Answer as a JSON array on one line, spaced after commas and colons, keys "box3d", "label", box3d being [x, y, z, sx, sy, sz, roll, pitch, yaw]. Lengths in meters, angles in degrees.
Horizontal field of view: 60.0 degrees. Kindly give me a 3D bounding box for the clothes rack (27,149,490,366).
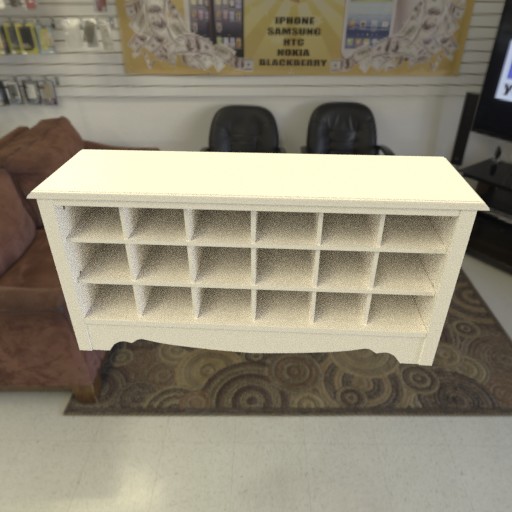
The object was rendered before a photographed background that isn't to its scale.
[{"box3d": [0.000, 0.000, 1.340, 1.120, 0.531, 0.324, 2, 32, 3], "label": "clothes rack"}]
